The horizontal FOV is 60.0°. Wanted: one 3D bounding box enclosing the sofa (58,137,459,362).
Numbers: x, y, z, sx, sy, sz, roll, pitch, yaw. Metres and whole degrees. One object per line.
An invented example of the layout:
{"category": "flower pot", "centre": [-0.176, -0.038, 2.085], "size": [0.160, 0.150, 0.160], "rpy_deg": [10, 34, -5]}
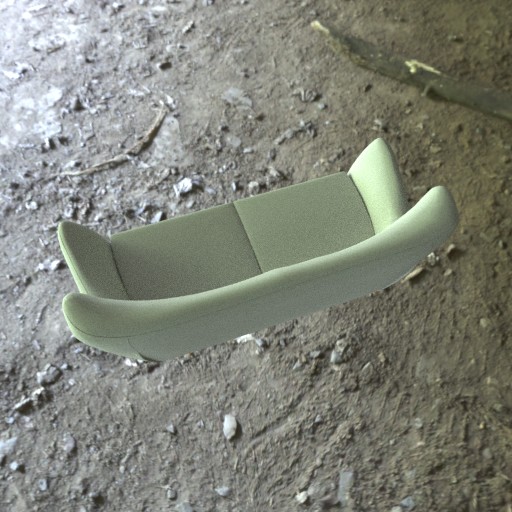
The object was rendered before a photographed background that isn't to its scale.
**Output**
{"category": "sofa", "centre": [0.000, 0.000, 2.423], "size": [1.930, 0.890, 0.899], "rpy_deg": [-17, 60, -10]}
